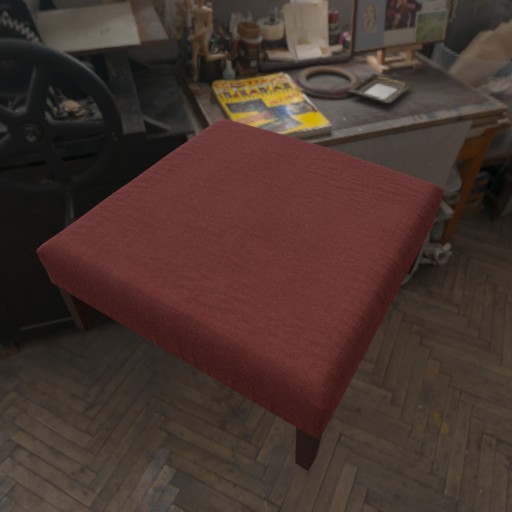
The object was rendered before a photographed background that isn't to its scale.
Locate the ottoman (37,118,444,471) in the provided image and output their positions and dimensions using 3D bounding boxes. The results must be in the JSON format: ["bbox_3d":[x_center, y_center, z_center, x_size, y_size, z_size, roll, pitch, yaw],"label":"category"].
[{"bbox_3d":[0.000,0.000,1.438,0.890,0.411,0.889,24,50,22],"label":"ottoman"}]
